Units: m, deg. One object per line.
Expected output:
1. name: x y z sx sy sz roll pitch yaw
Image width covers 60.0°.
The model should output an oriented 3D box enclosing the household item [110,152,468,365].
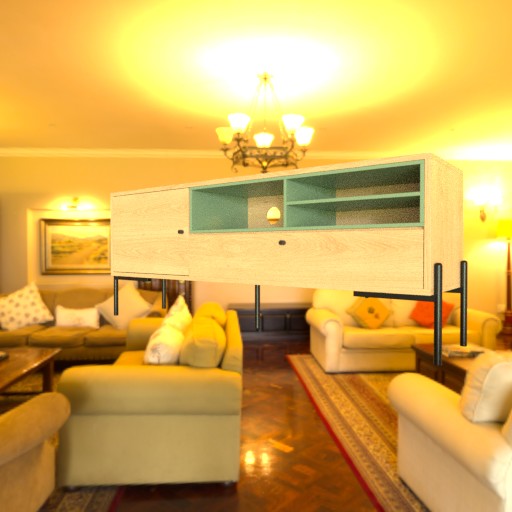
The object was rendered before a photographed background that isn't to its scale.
1. household item: 0.000 0.000 1.839 1.550 0.600 0.400 1 1 38
